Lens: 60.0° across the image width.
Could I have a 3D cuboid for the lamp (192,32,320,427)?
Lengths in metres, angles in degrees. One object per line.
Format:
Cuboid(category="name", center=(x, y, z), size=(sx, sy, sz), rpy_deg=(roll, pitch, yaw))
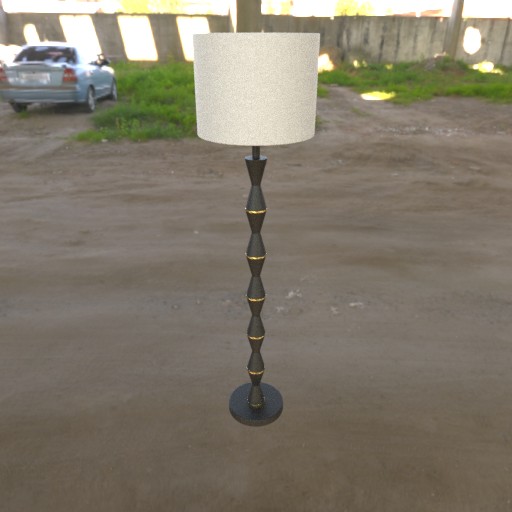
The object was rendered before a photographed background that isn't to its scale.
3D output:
Cuboid(category="lamp", center=(0.000, 0.000, 1.650), size=(0.381, 1.480, 0.381), rpy_deg=(-18, 31, -33))
